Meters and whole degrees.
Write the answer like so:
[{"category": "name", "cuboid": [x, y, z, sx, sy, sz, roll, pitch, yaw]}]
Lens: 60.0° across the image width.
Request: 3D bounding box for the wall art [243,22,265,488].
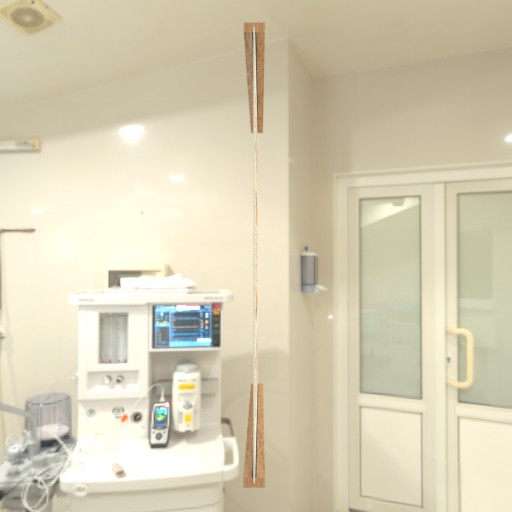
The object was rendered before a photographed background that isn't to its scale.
[{"category": "wall art", "cuboid": [0.000, 0.000, 0.807, 0.028, 0.609, 0.456, 0, -1, 1]}]
